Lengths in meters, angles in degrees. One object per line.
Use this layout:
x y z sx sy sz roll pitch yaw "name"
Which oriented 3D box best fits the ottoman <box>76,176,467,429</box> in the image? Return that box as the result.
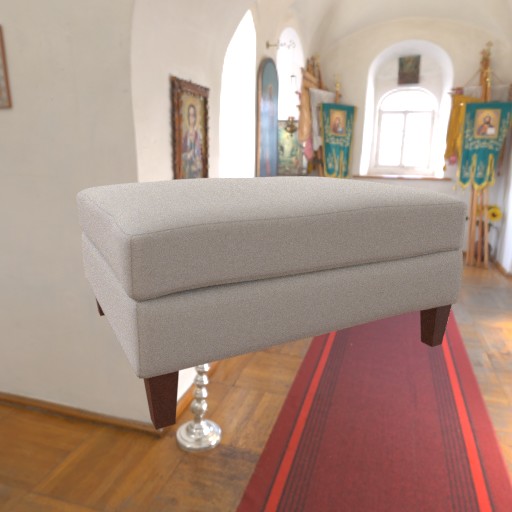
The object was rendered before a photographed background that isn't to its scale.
0.000 0.000 1.429 0.976 0.492 0.836 -8 17 -27 "ottoman"
